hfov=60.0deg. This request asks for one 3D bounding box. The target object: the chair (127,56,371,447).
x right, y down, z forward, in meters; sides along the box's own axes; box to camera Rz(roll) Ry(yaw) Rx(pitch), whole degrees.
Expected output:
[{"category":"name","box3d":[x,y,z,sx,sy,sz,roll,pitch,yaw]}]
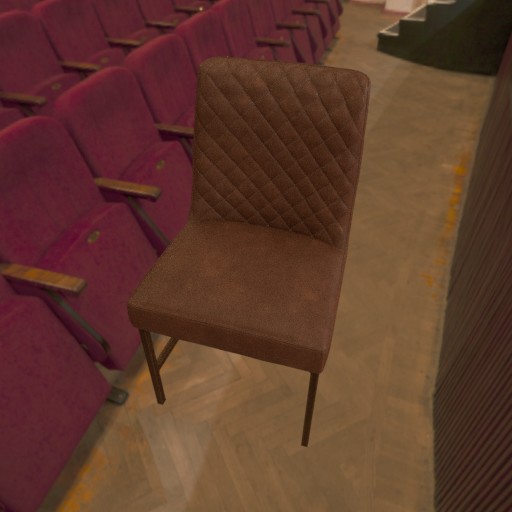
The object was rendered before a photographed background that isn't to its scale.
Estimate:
[{"category":"chair","box3d":[0.000,0.000,1.245,0.508,0.889,0.587,11,41,13]}]
